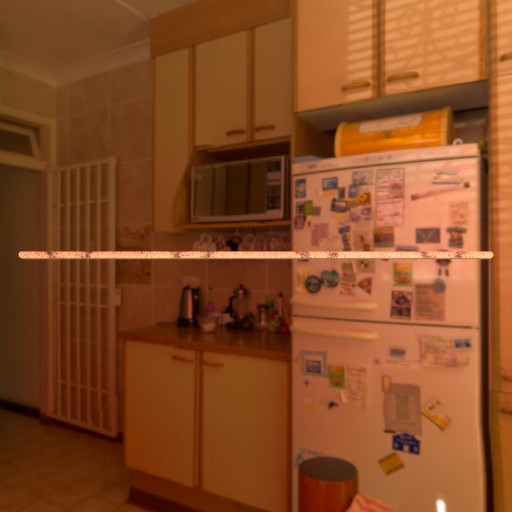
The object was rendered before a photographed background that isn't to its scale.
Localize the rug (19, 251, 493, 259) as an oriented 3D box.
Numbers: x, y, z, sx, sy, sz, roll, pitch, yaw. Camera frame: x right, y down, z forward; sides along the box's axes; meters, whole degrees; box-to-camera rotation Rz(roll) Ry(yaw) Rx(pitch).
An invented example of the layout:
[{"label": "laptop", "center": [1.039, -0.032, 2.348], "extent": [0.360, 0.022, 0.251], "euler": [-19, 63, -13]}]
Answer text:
[{"label": "rug", "center": [0.000, 0.000, 2.077], "extent": [1.600, 0.025, 1.200], "euler": [0, 0, 0]}]
